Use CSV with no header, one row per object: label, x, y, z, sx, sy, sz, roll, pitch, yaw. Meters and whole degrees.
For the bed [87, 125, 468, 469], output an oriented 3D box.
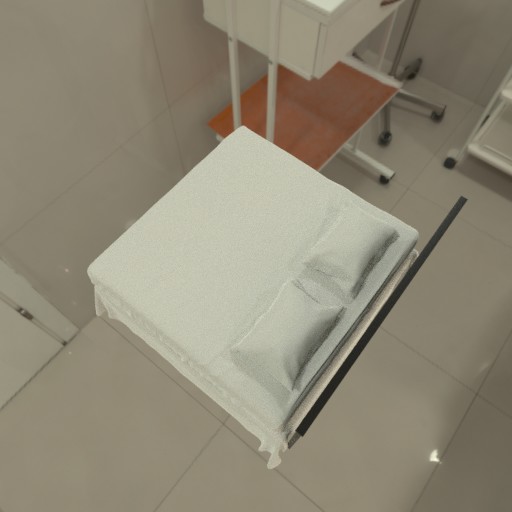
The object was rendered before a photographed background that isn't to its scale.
bed,0.000,0.000,3.642,2.219,1.271,2.315,35,68,17
